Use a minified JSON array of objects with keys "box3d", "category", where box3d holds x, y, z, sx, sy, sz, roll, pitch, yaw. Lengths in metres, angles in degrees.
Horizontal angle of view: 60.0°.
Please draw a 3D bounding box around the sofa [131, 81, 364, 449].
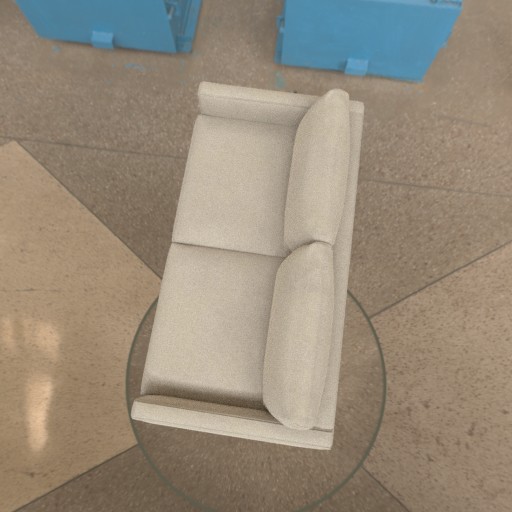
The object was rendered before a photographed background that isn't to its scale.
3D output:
[{"box3d":[0.000,0.000,2.237,0.875,0.840,1.682,8,75,2],"category":"sofa"}]
